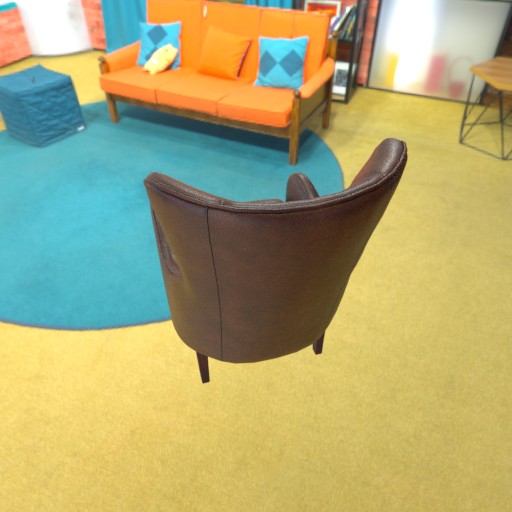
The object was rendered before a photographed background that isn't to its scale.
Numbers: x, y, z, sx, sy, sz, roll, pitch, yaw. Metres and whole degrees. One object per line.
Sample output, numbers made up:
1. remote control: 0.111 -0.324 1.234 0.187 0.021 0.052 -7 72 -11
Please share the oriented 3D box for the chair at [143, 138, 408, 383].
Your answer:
1. chair: 0.000 0.000 1.613 0.692 1.048 0.914 -11 42 -13
